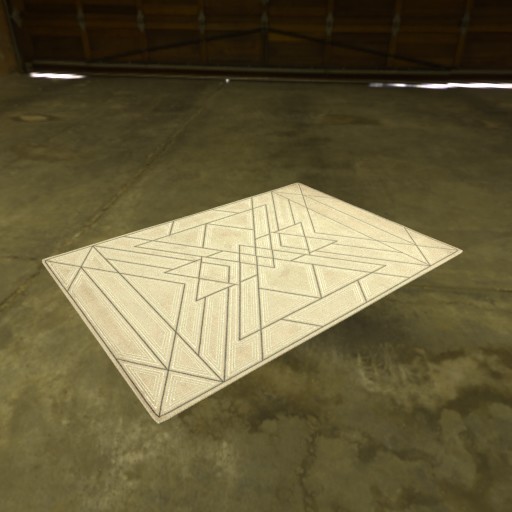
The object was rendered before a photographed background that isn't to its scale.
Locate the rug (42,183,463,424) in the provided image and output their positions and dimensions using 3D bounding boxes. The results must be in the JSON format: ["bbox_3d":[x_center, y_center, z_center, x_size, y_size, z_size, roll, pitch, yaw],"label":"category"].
[{"bbox_3d":[0.000,0.000,4.356,3.381,0.026,2.436,-21,36,-32],"label":"rug"}]
